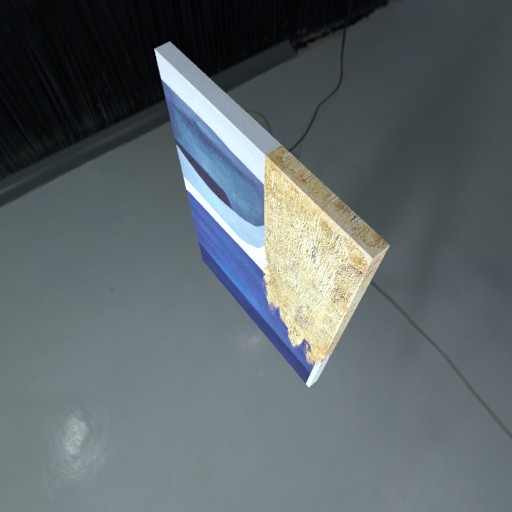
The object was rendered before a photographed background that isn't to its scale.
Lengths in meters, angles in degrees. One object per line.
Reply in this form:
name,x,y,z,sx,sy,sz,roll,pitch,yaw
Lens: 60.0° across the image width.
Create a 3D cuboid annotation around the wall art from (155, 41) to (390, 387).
wall art,0.000,0.000,1.182,0.039,0.911,0.607,-35,67,-17
